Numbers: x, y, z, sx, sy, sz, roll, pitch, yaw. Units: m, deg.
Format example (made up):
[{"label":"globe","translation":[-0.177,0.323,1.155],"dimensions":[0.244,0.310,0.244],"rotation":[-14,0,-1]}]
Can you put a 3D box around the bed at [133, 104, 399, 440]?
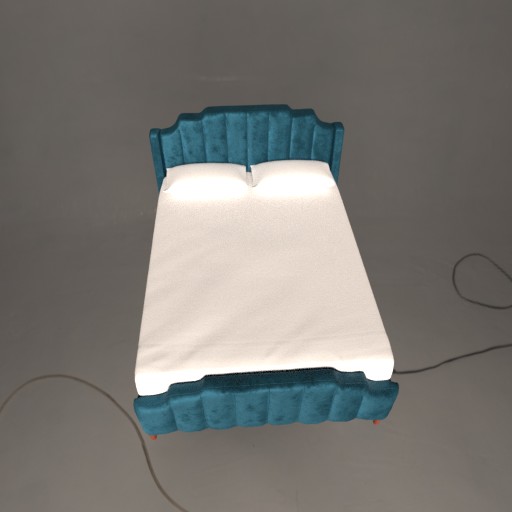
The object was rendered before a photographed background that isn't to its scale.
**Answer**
[{"label":"bed","translation":[0.000,0.000,3.411],"dimensions":[1.678,1.338,2.322],"rotation":[-3,45,-3]}]
